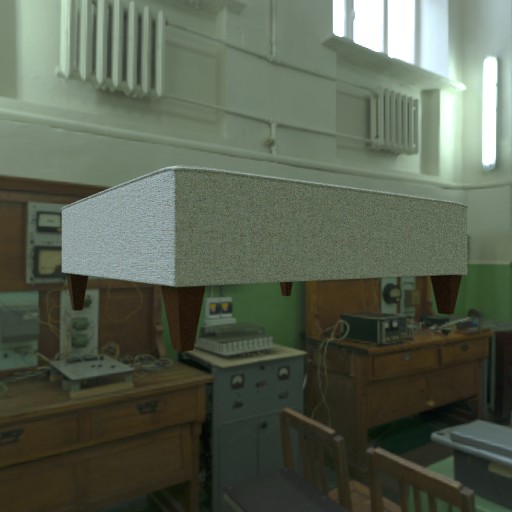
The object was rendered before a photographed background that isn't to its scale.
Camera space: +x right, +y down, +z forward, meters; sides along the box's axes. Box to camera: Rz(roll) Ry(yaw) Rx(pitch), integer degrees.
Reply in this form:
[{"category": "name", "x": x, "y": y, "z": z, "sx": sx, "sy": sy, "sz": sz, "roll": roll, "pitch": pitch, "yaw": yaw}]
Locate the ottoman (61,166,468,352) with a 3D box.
[{"category": "ottoman", "x": 0.000, "y": 0.000, "z": 1.202, "sx": 0.835, "sy": 0.303, "sz": 0.736, "roll": 0, "pitch": 0, "yaw": -36}]
